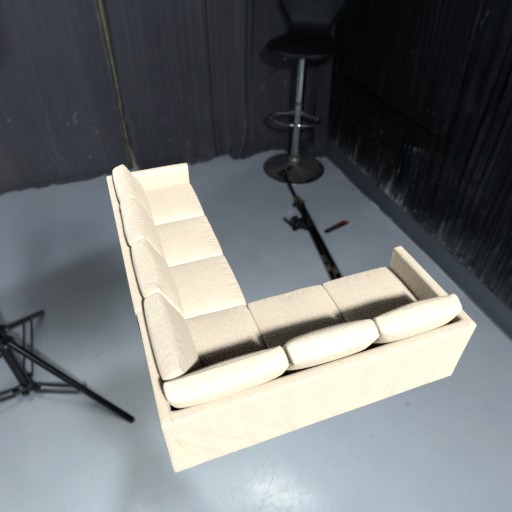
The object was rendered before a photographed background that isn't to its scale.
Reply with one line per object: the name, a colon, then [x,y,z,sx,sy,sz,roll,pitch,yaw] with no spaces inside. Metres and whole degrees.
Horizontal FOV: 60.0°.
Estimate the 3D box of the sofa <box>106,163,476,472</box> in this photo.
sofa: [0.000,0.000,4.327,2.432,0.871,3.182,-14,43,-15]
